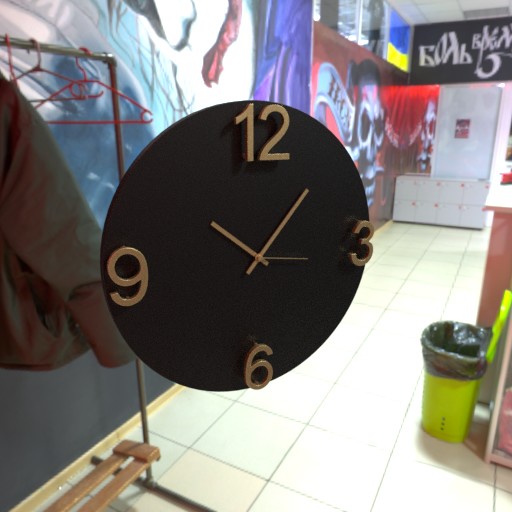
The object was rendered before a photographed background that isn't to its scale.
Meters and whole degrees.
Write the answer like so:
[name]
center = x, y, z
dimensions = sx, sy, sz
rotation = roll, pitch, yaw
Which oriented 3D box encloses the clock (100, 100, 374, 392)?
[clock]
center = 0.000, 0.000, 0.682
dimensions = 0.454, 0.454, 0.038
rotation = -9, 18, -27
